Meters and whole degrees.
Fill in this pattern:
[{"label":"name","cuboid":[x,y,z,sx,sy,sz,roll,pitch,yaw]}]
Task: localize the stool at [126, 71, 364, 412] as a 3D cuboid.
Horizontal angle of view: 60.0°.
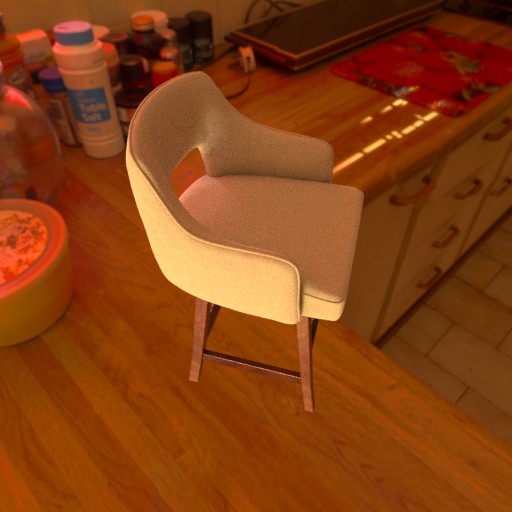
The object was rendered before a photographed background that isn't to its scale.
[{"label":"stool","cuboid":[0.000,0.000,1.334,0.560,0.936,0.550,11,46,11]}]
